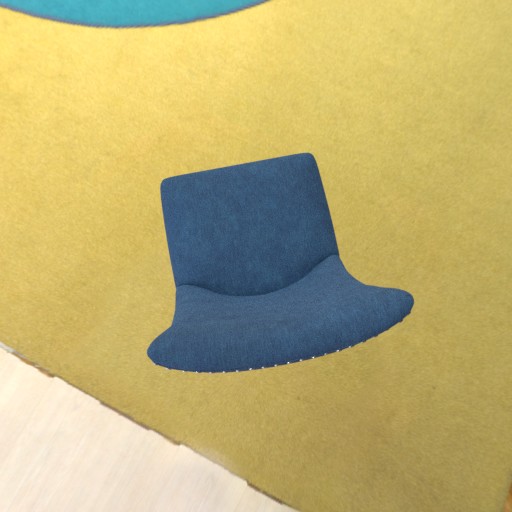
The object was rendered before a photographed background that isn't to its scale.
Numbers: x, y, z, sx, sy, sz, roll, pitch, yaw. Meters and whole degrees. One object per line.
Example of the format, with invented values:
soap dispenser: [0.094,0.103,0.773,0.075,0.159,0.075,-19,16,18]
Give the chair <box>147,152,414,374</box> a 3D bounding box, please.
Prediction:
chair: [0.000,0.000,1.250,0.495,0.902,0.610,-11,76,-3]
